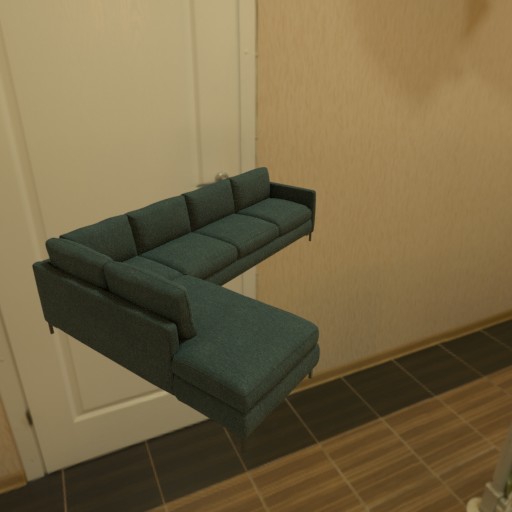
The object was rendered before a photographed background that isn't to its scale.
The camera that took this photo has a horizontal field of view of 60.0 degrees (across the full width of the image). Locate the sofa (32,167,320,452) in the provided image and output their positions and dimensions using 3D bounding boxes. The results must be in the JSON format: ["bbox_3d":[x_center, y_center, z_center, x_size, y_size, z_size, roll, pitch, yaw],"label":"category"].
[{"bbox_3d":[0.000,0.000,3.868,2.007,0.815,2.949,17,30,32],"label":"sofa"}]
